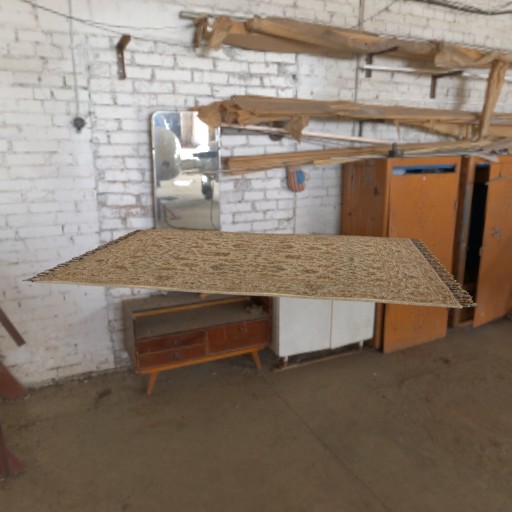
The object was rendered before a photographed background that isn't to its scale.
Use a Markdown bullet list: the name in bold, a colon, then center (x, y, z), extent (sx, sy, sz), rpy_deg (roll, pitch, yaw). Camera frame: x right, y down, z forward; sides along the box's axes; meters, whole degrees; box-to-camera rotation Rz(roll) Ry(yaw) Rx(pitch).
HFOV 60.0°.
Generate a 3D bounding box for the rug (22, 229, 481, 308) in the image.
- **rug**: center (0.000, 0.000, 3.025), extent (2.434, 0.027, 1.529), rpy_deg (2, 15, 9)
